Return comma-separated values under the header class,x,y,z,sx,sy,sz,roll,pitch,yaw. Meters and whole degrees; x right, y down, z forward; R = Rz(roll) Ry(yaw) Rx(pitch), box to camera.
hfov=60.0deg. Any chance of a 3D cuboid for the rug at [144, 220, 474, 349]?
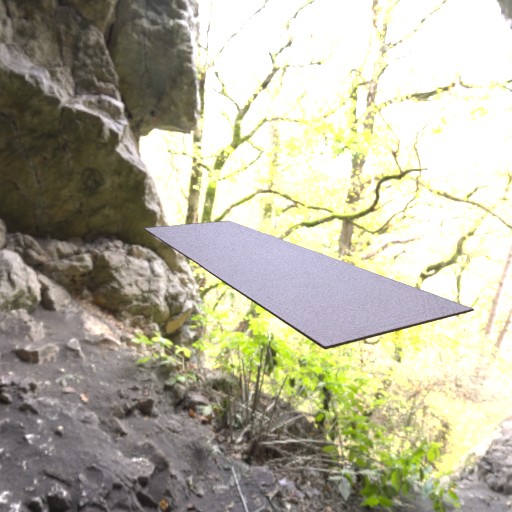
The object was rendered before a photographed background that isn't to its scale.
class,x,y,z,sx,sy,sz,roll,pitch,yaw
rug,0.000,0.000,2.722,0.775,0.012,2.452,-7,16,-27
